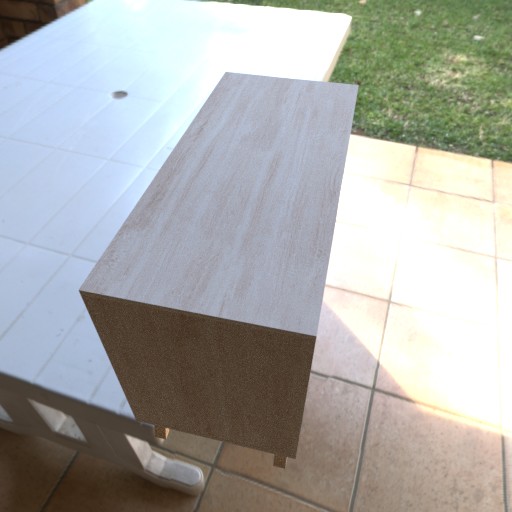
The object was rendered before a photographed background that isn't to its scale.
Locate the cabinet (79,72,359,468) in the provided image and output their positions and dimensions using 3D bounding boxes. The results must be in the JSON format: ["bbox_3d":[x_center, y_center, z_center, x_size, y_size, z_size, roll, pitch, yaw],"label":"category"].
[{"bbox_3d":[0.000,0.000,1.542,0.500,0.780,1.110,10,46,9],"label":"cabinet"}]
